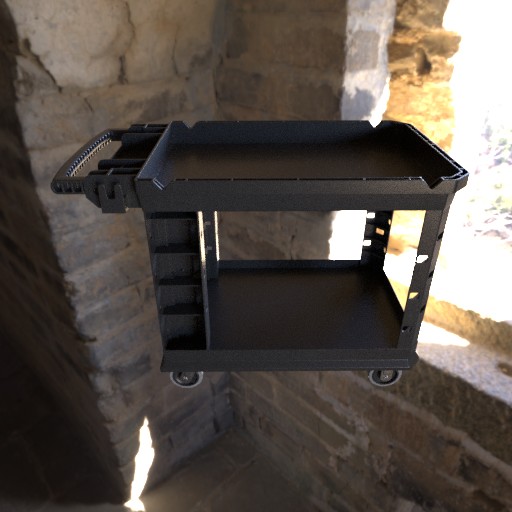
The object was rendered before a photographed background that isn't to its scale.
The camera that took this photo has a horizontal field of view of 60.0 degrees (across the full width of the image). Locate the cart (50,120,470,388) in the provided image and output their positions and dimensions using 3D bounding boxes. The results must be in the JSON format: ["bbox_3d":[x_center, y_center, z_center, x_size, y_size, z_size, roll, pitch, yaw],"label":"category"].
[{"bbox_3d":[0.000,0.000,1.742,1.239,0.884,0.674,0,31,-1],"label":"cart"}]
